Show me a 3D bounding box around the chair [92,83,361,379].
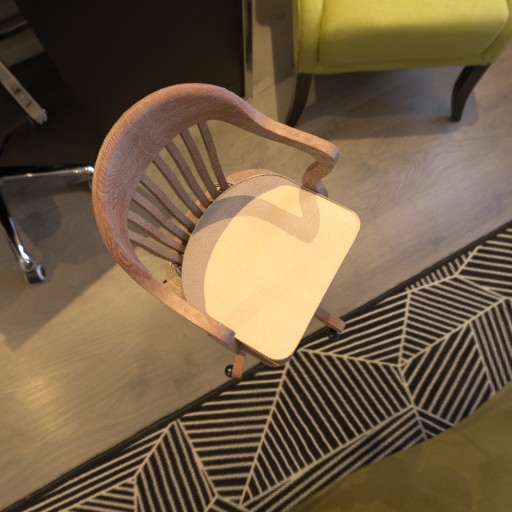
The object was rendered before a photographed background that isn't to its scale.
[{"bbox_3d":[0.000,0.000,1.422,0.788,0.878,0.750,29,76,8],"label":"chair"}]
